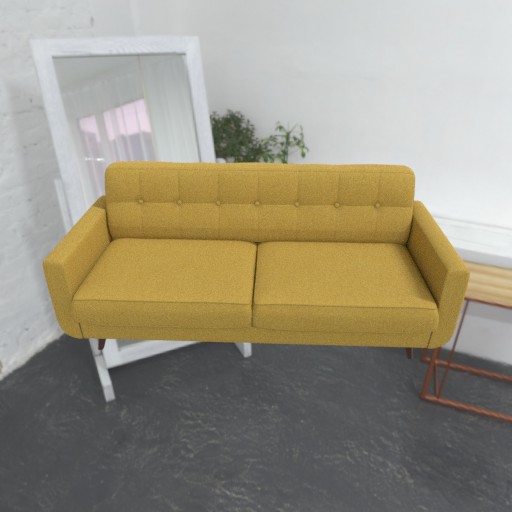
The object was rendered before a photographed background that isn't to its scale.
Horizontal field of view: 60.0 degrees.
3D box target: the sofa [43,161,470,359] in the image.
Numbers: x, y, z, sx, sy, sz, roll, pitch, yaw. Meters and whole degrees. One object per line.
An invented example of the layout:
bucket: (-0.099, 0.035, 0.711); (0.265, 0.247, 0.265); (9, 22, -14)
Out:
sofa: (0.000, 0.000, 2.499); (2.029, 0.841, 0.909); (1, 30, 2)
